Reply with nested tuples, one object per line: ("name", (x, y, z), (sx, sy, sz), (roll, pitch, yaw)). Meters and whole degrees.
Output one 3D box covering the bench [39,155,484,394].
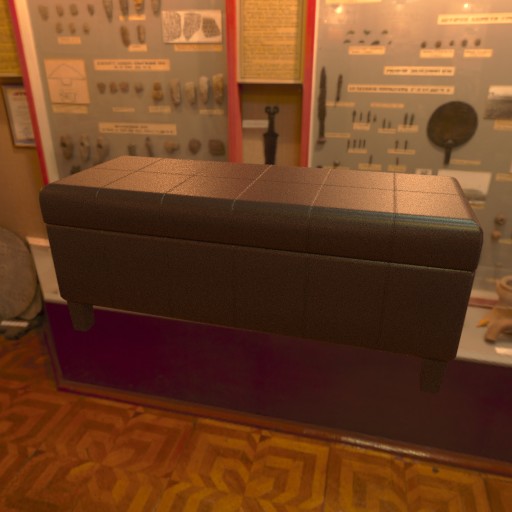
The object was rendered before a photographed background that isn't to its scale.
("bench", (0.000, 0.000, 1.306), (1.092, 0.457, 0.429), (7, 26, 14))
